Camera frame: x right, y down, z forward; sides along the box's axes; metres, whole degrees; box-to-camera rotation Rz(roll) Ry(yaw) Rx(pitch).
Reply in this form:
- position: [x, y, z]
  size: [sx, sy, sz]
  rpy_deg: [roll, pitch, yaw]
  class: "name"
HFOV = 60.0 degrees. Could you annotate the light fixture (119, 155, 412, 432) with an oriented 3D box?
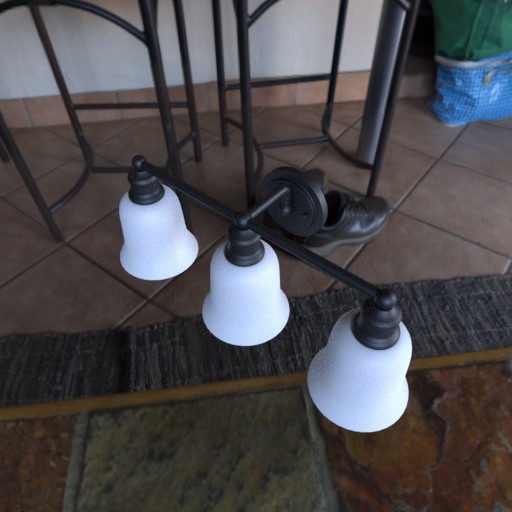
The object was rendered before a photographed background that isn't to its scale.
- position: [0.000, 0.000, 0.678]
  size: [0.570, 0.211, 0.198]
  rpy_deg: [31, 53, 26]
  class: "light fixture"
